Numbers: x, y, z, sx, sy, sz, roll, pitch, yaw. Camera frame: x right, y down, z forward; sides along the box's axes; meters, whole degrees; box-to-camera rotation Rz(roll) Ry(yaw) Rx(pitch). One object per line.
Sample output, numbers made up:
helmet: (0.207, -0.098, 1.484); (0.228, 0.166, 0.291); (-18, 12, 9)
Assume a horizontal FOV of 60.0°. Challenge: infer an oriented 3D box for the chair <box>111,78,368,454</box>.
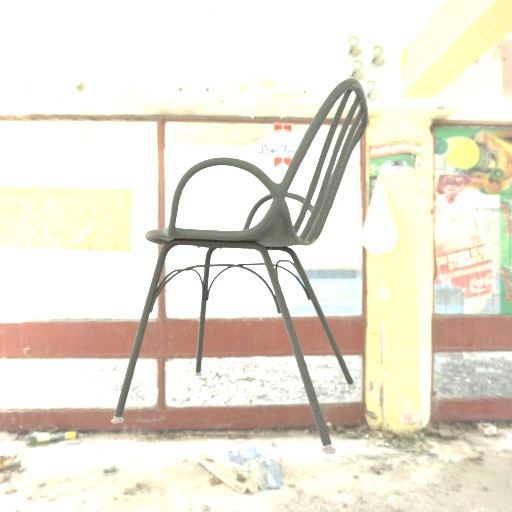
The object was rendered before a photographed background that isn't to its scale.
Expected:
chair: (0.000, 0.000, 1.225); (0.597, 0.816, 0.549); (0, -1, 18)
